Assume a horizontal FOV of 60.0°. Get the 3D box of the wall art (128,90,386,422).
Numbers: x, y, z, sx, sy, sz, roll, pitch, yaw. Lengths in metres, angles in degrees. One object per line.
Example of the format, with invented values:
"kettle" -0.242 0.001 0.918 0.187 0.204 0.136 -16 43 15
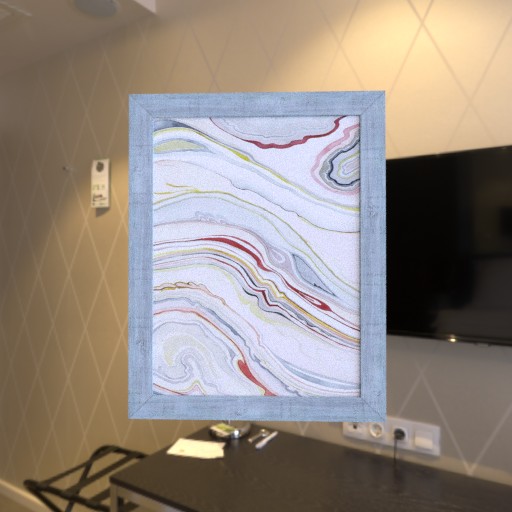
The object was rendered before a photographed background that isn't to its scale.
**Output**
"wall art" 0.000 0.000 0.838 0.481 0.613 0.020 0 0 2
